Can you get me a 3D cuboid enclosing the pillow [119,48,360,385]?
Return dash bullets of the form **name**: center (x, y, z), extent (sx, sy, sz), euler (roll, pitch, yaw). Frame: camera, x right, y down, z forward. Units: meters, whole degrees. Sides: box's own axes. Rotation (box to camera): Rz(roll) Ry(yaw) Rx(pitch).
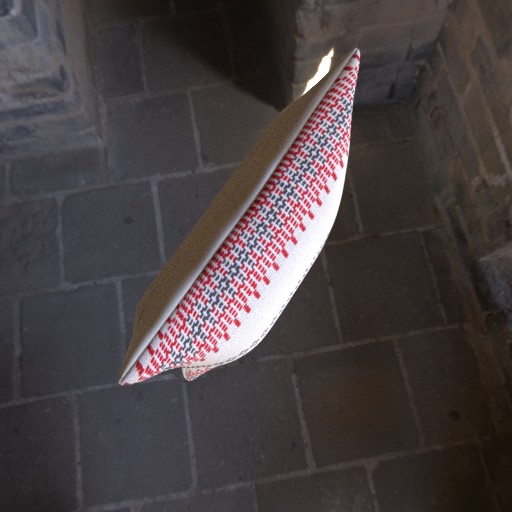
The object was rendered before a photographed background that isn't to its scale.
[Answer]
- **pillow**: center (0.000, 0.000, 0.697), extent (0.160, 0.454, 0.463), euler (32, 77, 8)
